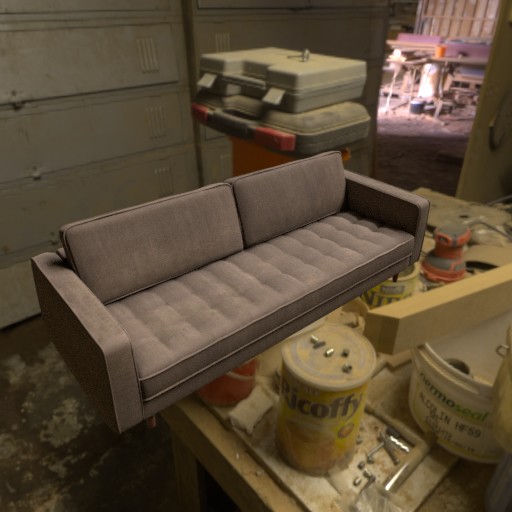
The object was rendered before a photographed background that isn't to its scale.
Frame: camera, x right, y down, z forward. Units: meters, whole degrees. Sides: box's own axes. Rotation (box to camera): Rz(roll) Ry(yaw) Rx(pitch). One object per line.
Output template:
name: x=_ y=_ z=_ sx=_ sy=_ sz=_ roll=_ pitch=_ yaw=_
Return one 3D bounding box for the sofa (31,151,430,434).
sofa: x=0.000 y=0.000 z=2.646 sx=2.295 sy=0.813 sz=0.923 roll=-23 pitch=37 yaw=-34
